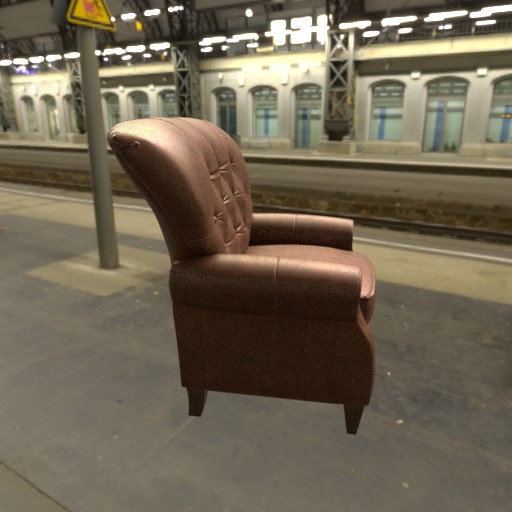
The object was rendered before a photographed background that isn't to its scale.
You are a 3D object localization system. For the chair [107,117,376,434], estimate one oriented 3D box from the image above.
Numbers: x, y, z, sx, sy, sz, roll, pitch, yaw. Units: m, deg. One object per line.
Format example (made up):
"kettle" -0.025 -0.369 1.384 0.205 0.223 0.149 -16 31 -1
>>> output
"chair" 0.000 0.000 1.945 1.031 1.162 0.979 3 17 9
